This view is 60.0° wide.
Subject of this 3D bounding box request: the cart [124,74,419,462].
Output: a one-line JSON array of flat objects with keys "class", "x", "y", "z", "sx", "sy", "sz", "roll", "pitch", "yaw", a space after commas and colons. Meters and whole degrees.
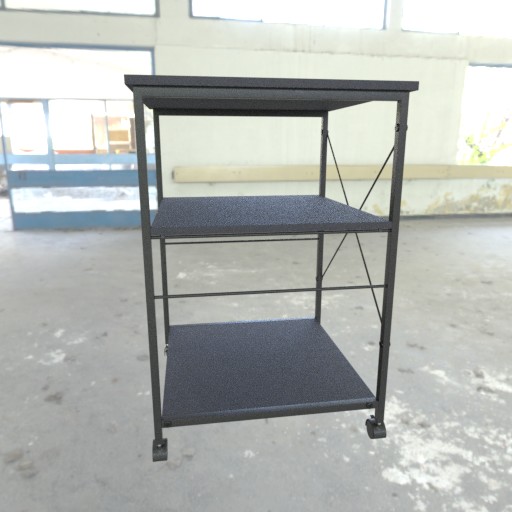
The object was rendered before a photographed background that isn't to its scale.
[{"class": "cart", "x": 0.000, "y": 0.000, "z": 1.107, "sx": 0.520, "sy": 0.762, "sz": 0.521, "roll": -2, "pitch": 14, "yaw": -9}]
